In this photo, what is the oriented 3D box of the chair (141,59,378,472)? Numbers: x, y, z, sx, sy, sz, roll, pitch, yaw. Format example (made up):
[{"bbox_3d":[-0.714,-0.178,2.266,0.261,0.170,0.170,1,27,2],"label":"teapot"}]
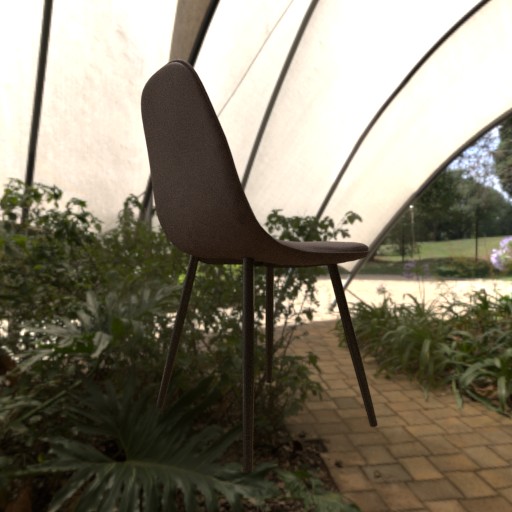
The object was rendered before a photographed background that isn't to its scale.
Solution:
[{"bbox_3d":[0.000,0.000,1.206,0.561,0.889,0.472,-1,2,-36],"label":"chair"}]
